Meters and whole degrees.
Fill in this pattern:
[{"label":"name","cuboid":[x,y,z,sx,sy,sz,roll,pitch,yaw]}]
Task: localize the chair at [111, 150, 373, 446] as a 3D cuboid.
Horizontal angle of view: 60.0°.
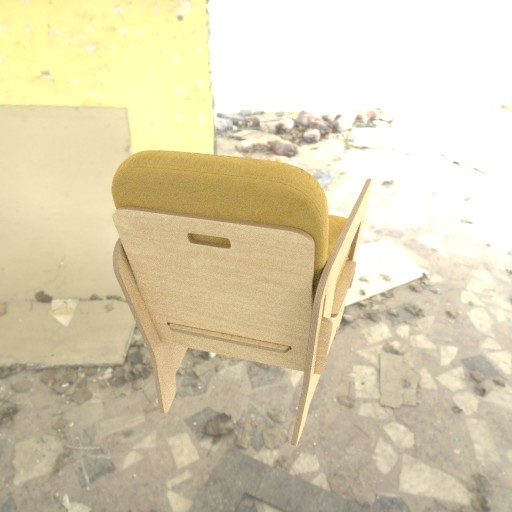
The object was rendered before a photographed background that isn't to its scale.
[{"label":"chair","cuboid":[0.000,0.000,1.290,0.590,0.800,0.710,9,33,14]}]
